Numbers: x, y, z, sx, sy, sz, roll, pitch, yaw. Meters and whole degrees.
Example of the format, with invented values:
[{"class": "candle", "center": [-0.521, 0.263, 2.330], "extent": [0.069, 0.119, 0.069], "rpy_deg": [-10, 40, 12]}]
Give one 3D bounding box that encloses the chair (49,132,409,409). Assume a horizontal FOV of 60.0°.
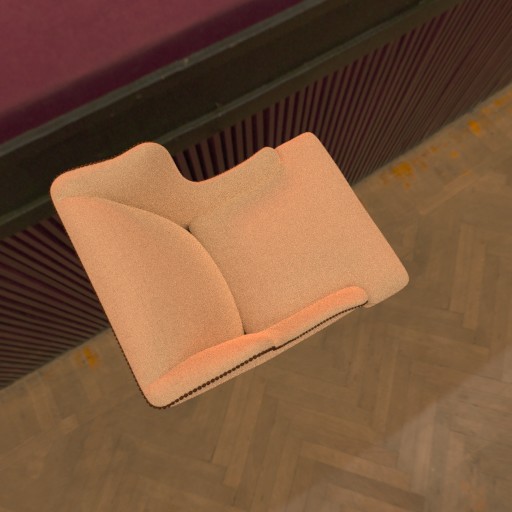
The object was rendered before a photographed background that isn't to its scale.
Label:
[{"class": "chair", "center": [0.000, 0.000, 1.640], "extent": [0.940, 1.029, 0.737], "rpy_deg": [-28, 77, -7]}]
